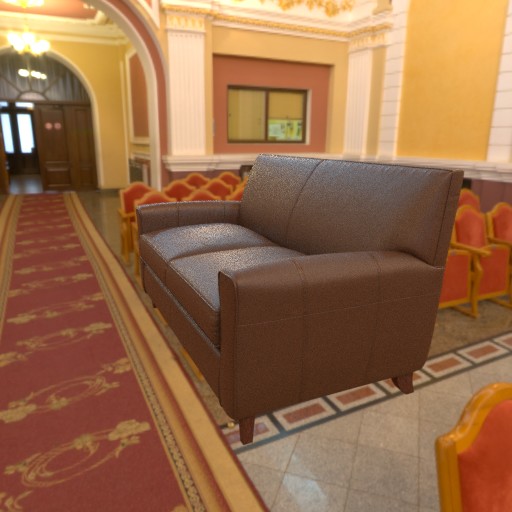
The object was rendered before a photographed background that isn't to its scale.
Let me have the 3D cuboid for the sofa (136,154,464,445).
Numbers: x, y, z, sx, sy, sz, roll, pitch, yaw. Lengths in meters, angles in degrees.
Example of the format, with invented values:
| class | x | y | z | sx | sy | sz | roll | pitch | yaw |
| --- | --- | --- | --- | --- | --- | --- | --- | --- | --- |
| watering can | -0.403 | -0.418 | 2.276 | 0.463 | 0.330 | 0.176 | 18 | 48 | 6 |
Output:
| class | x | y | z | sx | sy | sz | roll | pitch | yaw |
| --- | --- | --- | --- | --- | --- | --- | --- | --- | --- |
| sofa | 0.000 | 0.000 | 2.041 | 0.853 | 0.859 | 1.468 | -7 | 17 | -24 |
